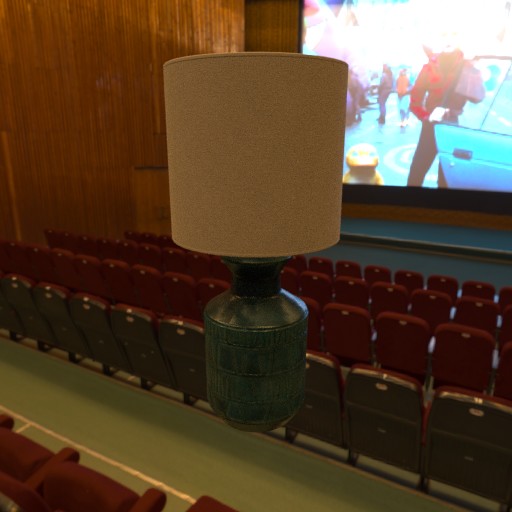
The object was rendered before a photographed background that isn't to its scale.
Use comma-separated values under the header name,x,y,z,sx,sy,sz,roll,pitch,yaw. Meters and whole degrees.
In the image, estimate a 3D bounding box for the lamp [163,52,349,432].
name,x,y,z,sx,sy,sz,roll,pitch,yaw
lamp,0.000,0.000,0.576,0.211,0.455,0.211,8,18,27
